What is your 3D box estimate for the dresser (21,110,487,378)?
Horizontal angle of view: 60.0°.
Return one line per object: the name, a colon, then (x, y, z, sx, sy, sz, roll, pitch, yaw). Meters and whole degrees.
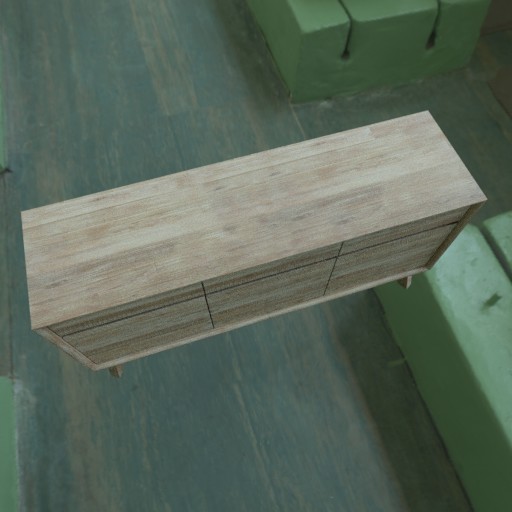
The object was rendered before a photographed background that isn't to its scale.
dresser: (0.000, 0.000, 1.930, 1.602, 0.788, 0.455, -16, 64, -8)
